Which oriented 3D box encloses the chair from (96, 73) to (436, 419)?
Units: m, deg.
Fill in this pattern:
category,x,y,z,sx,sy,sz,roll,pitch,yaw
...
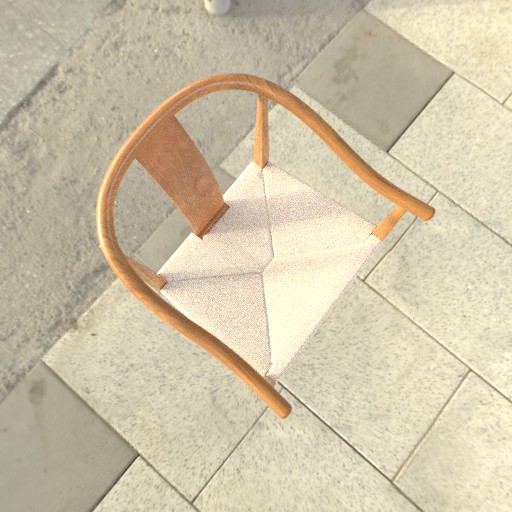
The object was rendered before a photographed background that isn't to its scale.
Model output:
category,x,y,z,sx,sy,sz,roll,pitch,yaw
chair,0.000,0.000,1.217,0.579,0.800,0.556,37,79,8
